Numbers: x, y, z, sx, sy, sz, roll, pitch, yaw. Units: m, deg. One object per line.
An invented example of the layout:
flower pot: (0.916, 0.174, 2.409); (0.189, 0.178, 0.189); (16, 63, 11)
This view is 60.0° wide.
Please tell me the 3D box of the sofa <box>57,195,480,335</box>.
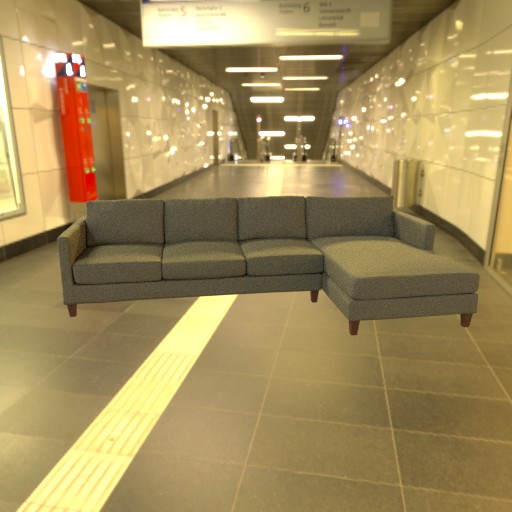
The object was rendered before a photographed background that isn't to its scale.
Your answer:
sofa: (0.000, 0.000, 3.834); (3.186, 0.861, 1.625); (-2, 16, -9)
